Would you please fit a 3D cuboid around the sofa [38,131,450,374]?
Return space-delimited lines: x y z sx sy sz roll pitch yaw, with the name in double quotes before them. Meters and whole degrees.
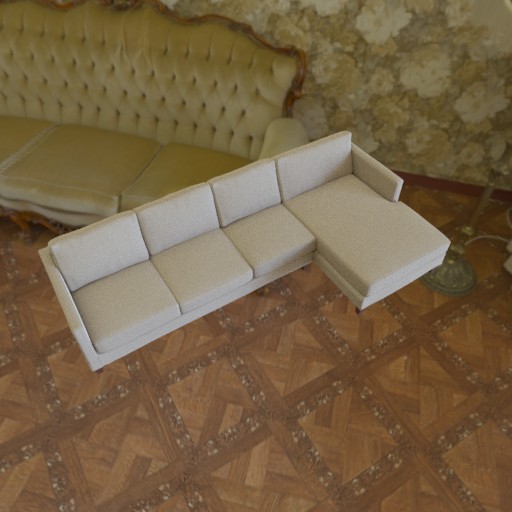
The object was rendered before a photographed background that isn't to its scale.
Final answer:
"sofa" 0.000 0.000 3.872 3.186 0.861 1.625 -25 52 -21
